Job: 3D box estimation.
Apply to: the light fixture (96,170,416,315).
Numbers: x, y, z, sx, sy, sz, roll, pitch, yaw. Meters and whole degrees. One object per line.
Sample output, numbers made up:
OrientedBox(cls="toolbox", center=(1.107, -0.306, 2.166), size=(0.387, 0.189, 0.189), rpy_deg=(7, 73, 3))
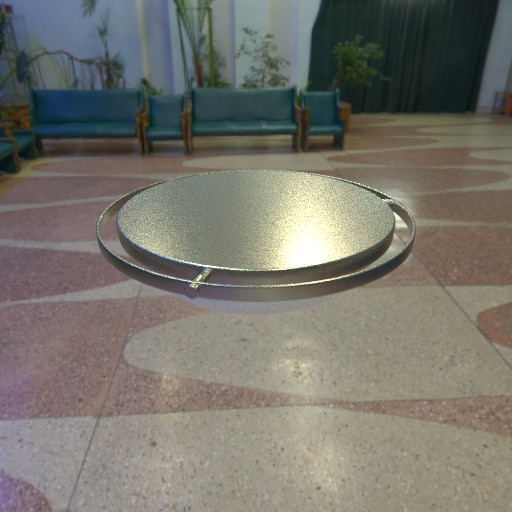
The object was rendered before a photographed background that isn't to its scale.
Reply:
OrientedBox(cls="light fixture", center=(0.000, 0.000, 0.551), size=(0.361, 0.130, 0.361), rpy_deg=(0, 26, 0))
